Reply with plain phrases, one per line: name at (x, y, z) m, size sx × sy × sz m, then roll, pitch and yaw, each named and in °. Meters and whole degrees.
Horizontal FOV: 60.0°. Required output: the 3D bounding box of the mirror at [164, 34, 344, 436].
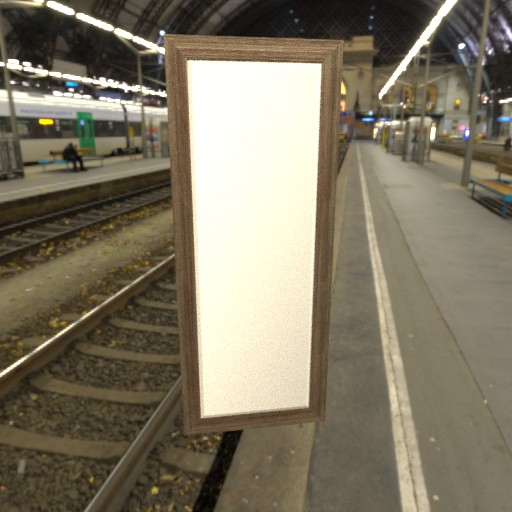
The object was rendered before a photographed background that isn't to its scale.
mirror at (0.000, 0.000, 2.262) m, size 0.812 × 2.032 × 0.025 m, roll -3°, pitch 16°, yaw -9°
